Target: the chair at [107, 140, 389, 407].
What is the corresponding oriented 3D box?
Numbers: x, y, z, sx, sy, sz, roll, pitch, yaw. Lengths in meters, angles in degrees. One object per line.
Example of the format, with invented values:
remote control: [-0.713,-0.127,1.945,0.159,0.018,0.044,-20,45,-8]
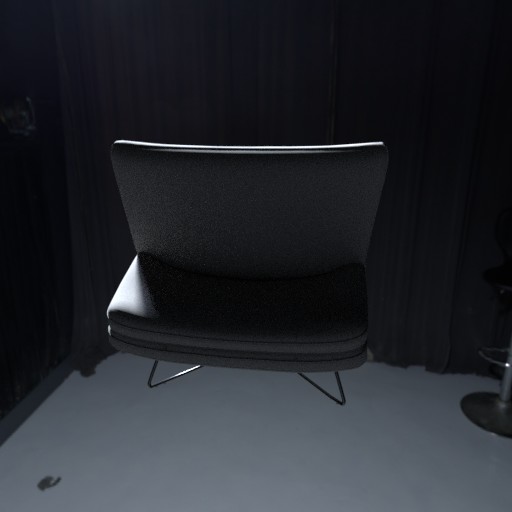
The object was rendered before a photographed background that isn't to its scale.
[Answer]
chair: [0.000,0.000,1.669,0.859,0.855,1.008,3,17,8]
